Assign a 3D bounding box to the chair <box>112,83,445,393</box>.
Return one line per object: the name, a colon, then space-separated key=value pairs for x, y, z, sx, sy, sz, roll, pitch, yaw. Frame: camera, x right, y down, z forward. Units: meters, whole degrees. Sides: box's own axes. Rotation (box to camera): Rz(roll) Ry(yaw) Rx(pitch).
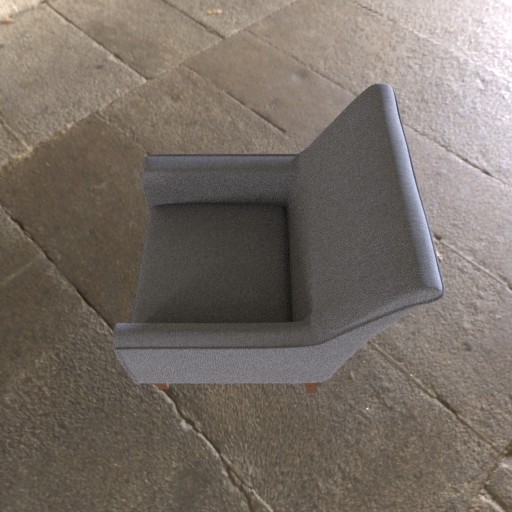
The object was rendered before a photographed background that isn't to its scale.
chair: x=0.000 y=0.000 z=1.599 sx=0.899 sy=0.919 sz=0.780 roll=0 pitch=58 yaw=0
